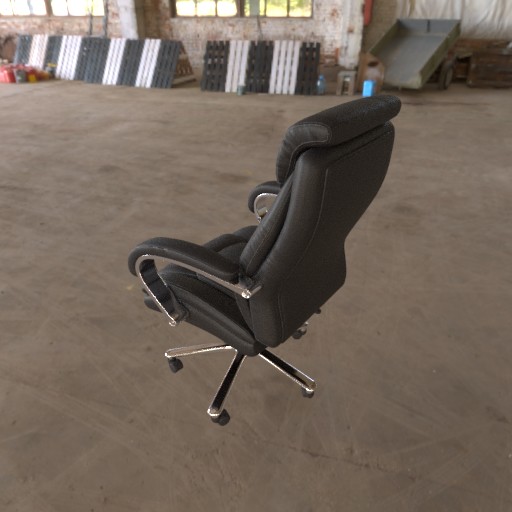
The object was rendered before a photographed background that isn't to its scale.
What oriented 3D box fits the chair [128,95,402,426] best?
[{"bbox_3d":[0.000,0.000,1.674,0.790,1.183,0.755,20,35,31],"label":"chair"}]
